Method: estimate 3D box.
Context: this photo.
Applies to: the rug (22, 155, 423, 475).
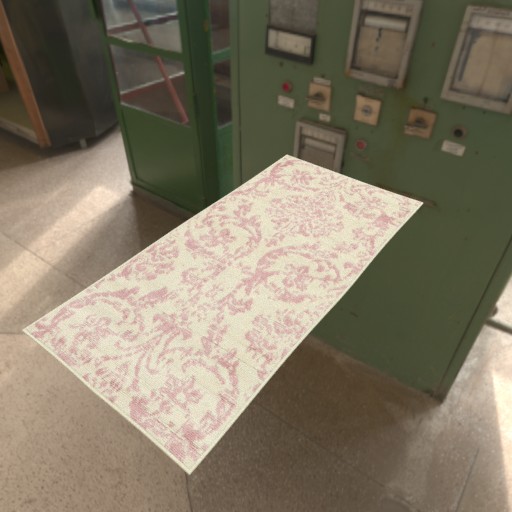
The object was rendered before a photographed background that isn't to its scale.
[{"bbox_3d":[0.000,0.000,1.382,0.604,0.007,1.219,26,47,28],"label":"rug"}]
